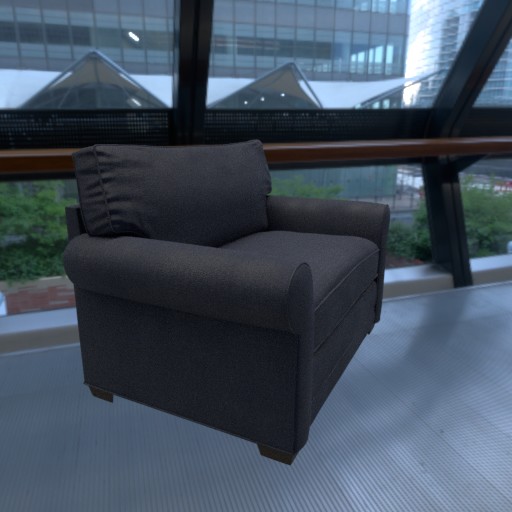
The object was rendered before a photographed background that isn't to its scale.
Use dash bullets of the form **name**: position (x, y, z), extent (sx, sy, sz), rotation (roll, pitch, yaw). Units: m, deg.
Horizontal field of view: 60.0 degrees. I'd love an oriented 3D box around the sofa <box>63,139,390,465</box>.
- **sofa**: position (0.000, 0.000, 1.998), extent (0.938, 1.004, 1.405), rotation (8, 17, 26)
